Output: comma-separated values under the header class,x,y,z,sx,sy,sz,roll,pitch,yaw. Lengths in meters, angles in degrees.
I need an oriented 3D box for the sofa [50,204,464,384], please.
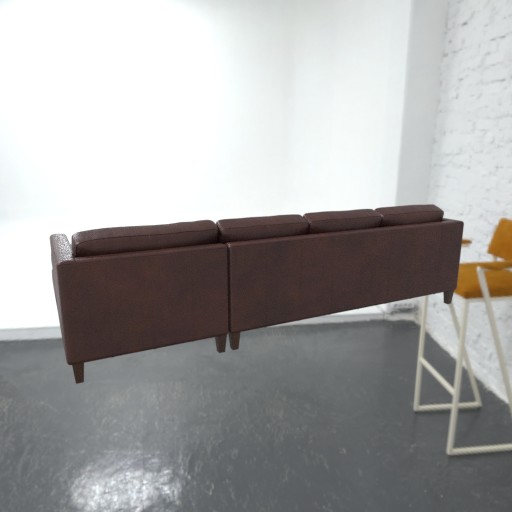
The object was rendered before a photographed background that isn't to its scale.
class,x,y,z,sx,sy,sz,roll,pitch,yaw
sofa,0.000,0.000,3.842,3.203,0.883,1.581,-7,15,-26
